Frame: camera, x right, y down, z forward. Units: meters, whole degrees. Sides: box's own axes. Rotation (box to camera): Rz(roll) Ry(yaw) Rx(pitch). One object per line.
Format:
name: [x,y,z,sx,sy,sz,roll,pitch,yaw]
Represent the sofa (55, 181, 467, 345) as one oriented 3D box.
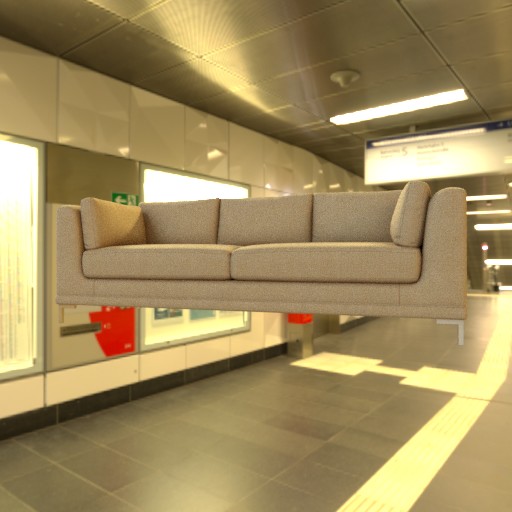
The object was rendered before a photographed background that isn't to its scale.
sofa: [0.000,0.000,2.920,2.415,0.867,0.969,0,0,18]
